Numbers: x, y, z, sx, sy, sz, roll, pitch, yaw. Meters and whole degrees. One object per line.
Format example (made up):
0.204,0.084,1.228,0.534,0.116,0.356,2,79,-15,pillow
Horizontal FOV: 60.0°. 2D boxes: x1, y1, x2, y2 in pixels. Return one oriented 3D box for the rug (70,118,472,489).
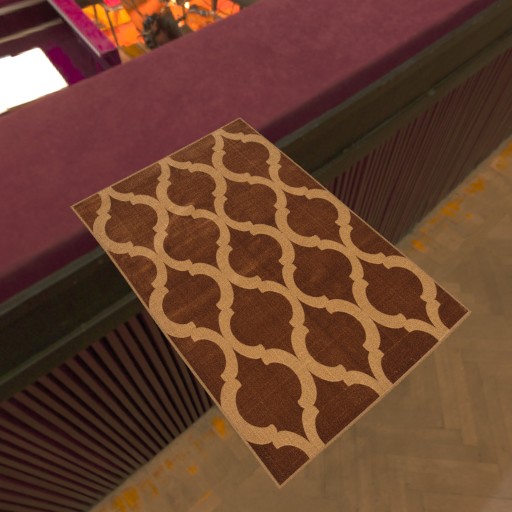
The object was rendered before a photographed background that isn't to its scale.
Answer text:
0.000,0.000,2.894,1.526,0.014,2.290,-34,63,-20,rug
